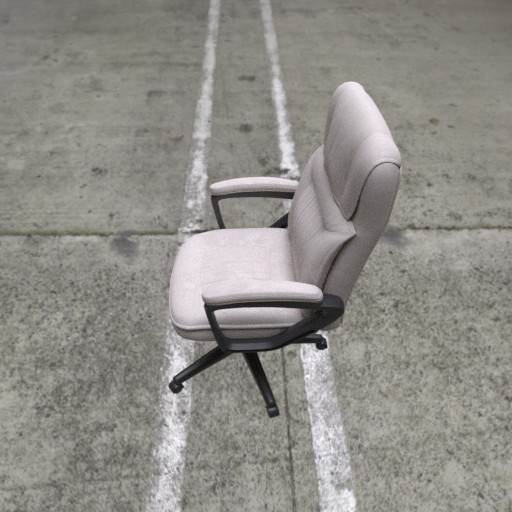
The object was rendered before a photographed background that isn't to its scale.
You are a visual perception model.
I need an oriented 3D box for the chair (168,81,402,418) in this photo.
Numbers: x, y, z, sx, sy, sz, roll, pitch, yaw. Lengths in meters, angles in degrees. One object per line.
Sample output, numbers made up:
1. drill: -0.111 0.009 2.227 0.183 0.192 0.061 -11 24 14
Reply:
1. chair: 0.000 0.000 1.583 0.724 1.105 0.667 -1 42 -2
